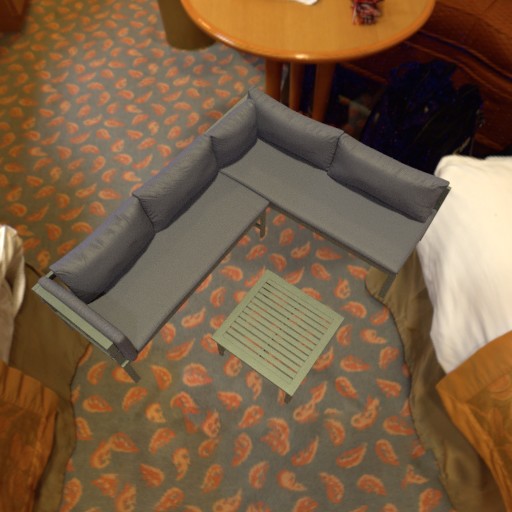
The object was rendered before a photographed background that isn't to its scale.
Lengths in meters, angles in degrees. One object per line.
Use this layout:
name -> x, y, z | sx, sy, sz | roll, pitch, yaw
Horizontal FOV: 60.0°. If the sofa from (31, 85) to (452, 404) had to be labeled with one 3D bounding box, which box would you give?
sofa -> 0.000, 0.000, 2.958 | 1.658, 0.762, 2.149 | 32, 64, 18
